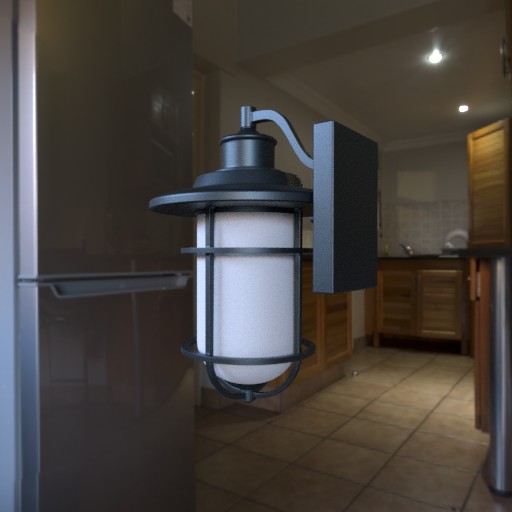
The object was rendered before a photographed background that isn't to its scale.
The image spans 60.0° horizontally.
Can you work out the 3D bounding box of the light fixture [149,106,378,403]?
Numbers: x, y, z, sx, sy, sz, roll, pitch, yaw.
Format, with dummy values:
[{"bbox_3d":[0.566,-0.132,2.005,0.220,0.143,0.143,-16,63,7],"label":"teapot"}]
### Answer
[{"bbox_3d":[0.000,0.000,0.513,0.252,0.345,0.222,0,1,37],"label":"light fixture"}]
